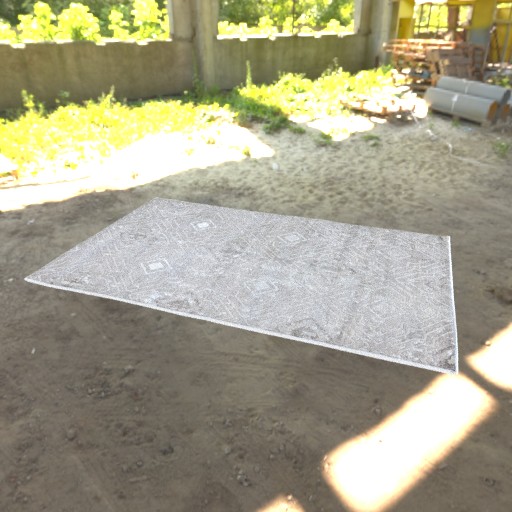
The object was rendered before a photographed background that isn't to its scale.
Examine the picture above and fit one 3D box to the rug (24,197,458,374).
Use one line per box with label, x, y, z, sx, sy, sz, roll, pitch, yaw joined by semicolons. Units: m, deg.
rug;0.000;0.000;2.952;2.447;0.036;1.537;9;29;18
